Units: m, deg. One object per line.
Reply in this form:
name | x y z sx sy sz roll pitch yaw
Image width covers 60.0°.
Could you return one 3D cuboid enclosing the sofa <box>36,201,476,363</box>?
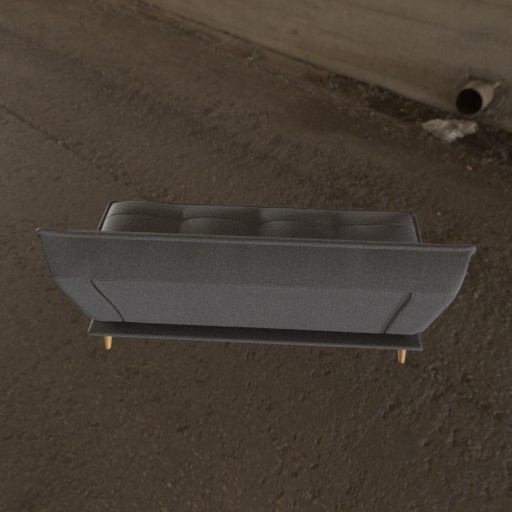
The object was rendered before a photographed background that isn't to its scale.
sofa | 0.000 0.000 2.459 1.940 0.890 0.950 2 47 2
